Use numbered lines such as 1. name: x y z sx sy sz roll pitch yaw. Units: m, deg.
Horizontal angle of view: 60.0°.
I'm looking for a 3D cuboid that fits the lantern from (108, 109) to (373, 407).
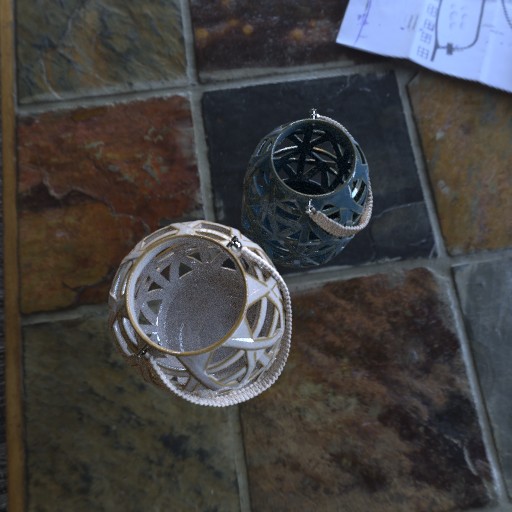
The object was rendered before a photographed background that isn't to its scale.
1. lantern: 0.000 0.000 0.613 0.245 0.307 0.439 37 78 9
